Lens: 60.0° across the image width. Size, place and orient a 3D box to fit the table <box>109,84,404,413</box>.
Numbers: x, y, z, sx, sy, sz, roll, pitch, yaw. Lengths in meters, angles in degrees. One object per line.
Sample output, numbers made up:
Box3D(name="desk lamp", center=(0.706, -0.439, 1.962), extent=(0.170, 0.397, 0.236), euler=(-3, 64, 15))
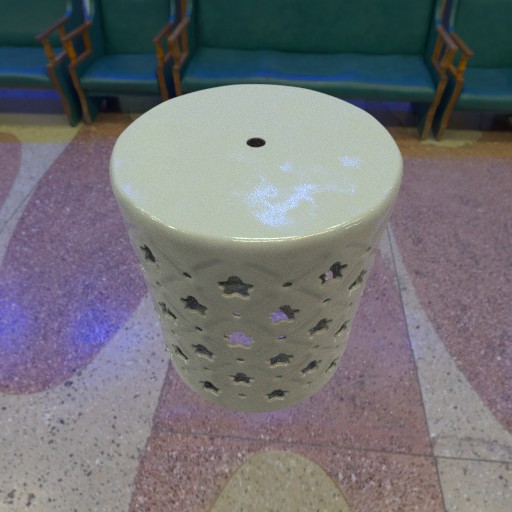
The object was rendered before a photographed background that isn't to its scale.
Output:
Box3D(name="table", center=(0.000, 0.000, 0.669), extent=(0.352, 0.387, 0.352), euler=(0, 45, 0))
